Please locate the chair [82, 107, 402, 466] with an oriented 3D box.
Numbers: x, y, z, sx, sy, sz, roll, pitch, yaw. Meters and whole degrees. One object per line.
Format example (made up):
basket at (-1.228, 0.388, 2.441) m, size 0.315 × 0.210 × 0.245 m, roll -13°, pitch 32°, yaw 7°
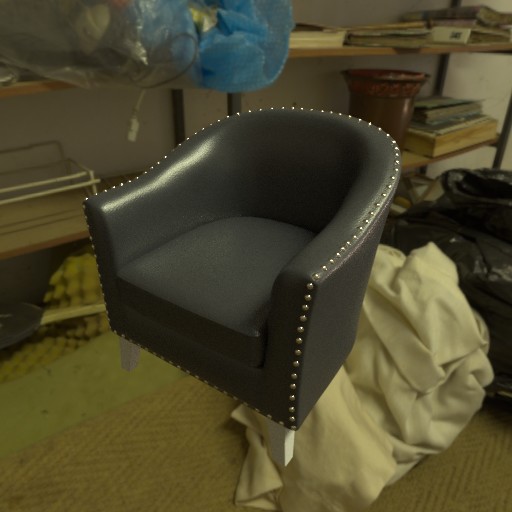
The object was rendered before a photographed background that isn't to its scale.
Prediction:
chair at (0.000, 0.000, 1.449) m, size 0.794 × 0.823 × 0.748 m, roll 19°, pitch 33°, yaw 31°
